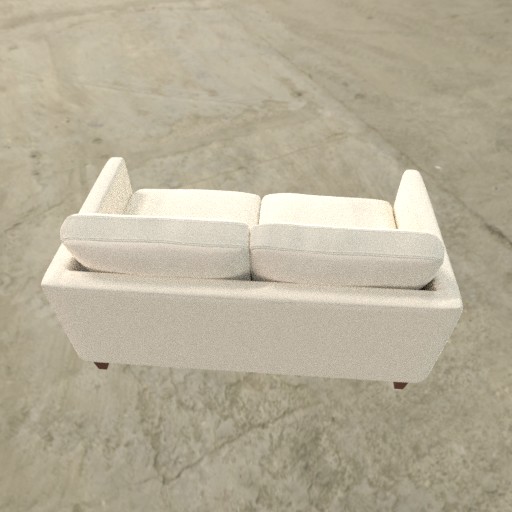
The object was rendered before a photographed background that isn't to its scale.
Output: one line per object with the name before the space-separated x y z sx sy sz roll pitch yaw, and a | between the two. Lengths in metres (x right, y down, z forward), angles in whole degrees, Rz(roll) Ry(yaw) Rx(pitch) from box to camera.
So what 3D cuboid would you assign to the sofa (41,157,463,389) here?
sofa | 0.000 0.000 2.234 1.702 0.888 0.964 3 46 3
